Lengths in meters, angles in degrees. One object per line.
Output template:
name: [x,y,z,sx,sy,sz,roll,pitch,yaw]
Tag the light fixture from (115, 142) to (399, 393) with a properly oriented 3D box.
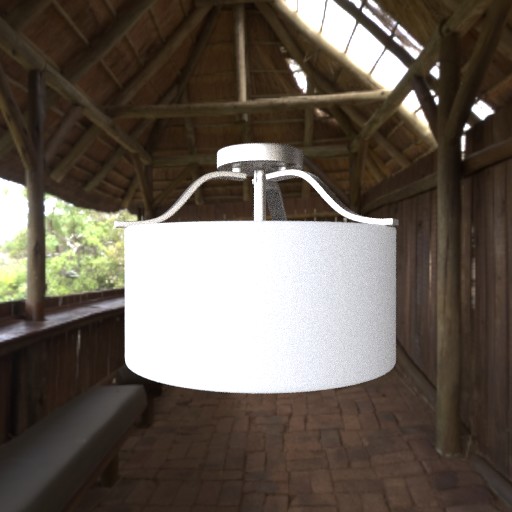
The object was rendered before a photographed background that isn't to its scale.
light fixture: [0.000,0.000,0.651,0.395,0.304,0.395,0,0,0]
